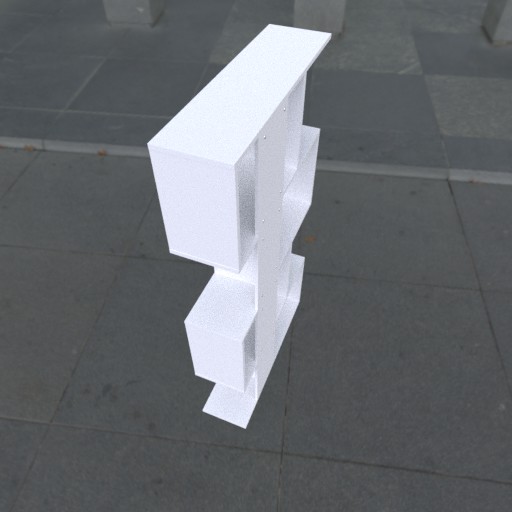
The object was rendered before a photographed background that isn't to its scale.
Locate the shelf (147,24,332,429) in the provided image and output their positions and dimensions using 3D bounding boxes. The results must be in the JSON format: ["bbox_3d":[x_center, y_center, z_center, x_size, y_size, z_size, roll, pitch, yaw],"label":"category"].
[{"bbox_3d":[0.000,0.000,2.008,0.250,1.650,0.890,17,49,15],"label":"shelf"}]
